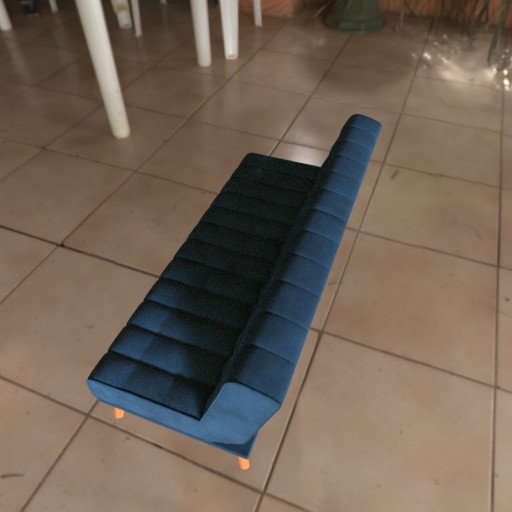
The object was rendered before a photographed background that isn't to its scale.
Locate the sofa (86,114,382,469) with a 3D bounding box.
[{"bbox_3d":[0.000,0.000,2.306,0.855,0.813,1.804,15,48,14],"label":"sofa"}]
